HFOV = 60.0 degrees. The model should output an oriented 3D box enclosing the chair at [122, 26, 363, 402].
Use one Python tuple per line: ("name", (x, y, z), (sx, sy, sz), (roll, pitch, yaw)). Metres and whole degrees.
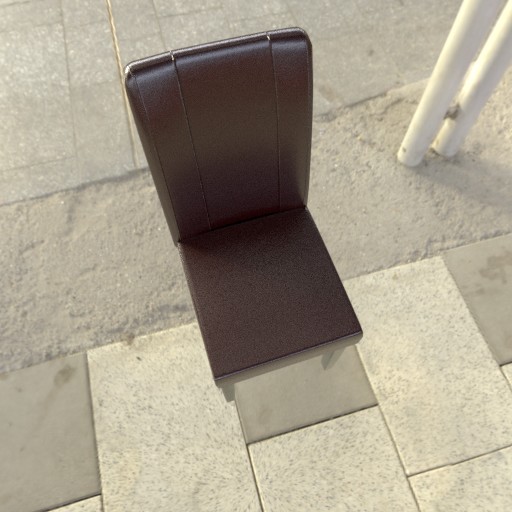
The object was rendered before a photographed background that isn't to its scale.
("chair", (0.000, 0.000, 1.168), (0.399, 0.897, 0.556), (-16, 64, -8))
